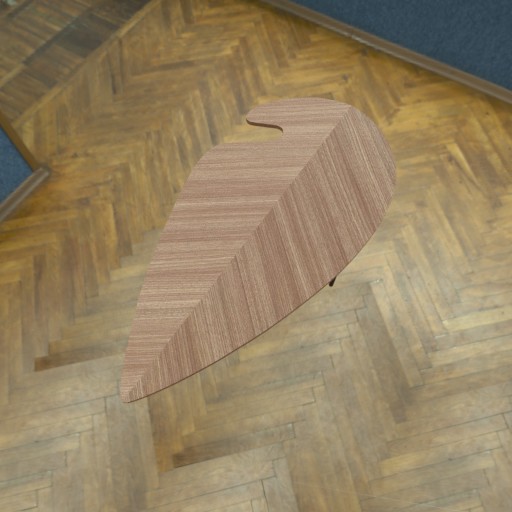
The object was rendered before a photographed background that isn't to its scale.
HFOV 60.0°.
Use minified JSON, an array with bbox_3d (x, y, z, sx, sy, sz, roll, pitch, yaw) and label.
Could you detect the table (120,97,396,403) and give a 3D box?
[{"bbox_3d":[0.000,0.000,1.491,0.598,0.360,1.199,31,68,14],"label":"table"}]
